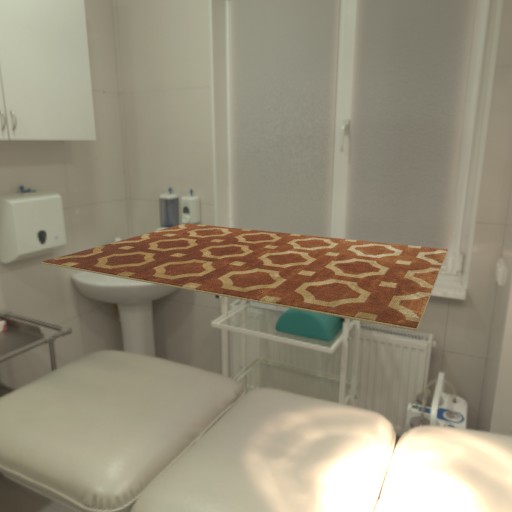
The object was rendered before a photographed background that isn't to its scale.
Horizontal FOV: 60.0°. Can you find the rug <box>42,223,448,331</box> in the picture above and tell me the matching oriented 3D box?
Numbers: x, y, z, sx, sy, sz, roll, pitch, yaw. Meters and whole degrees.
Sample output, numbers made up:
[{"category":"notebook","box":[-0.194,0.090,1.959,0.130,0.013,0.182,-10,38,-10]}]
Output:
[{"category":"rug","box":[0.000,0.000,2.995,2.286,0.016,1.555,7,16,26]}]
